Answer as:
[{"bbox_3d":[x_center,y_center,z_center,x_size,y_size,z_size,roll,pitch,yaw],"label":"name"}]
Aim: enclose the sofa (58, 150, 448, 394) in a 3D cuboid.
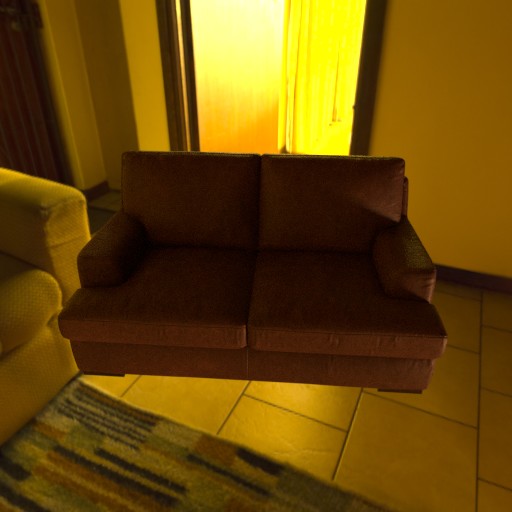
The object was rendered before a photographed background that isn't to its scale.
[{"bbox_3d":[0.000,0.000,2.480,1.880,0.939,1.143,2,31,4],"label":"sofa"}]
